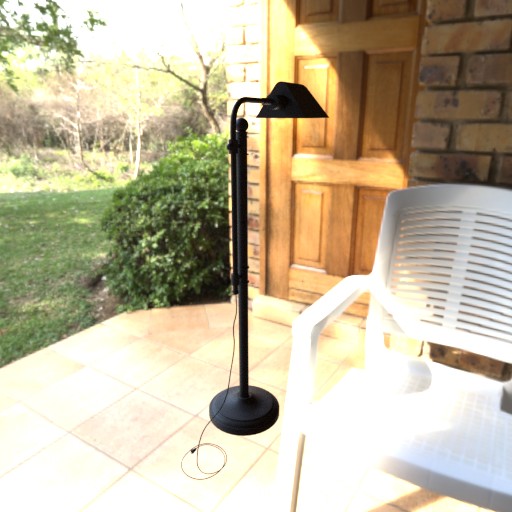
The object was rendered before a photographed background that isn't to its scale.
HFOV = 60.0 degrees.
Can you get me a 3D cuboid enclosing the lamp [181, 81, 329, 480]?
[{"bbox_3d":[0.000,0.000,0.945,0.159,0.708,0.545,9,20,26],"label":"lamp"}]
